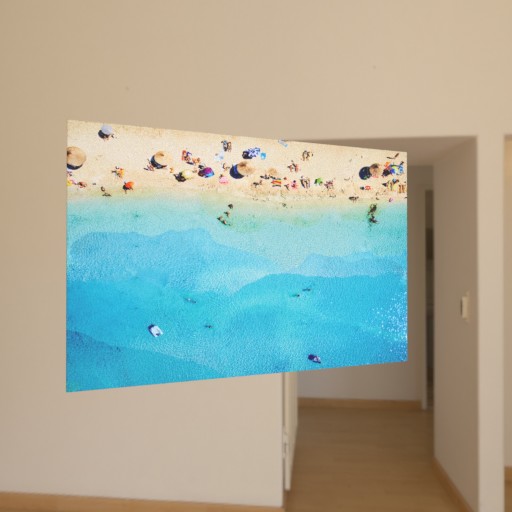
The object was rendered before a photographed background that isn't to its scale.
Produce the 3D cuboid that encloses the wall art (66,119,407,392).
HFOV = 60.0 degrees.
[{"bbox_3d":[0.000,0.000,1.139,0.894,0.595,0.057,0,0,-20],"label":"wall art"}]
